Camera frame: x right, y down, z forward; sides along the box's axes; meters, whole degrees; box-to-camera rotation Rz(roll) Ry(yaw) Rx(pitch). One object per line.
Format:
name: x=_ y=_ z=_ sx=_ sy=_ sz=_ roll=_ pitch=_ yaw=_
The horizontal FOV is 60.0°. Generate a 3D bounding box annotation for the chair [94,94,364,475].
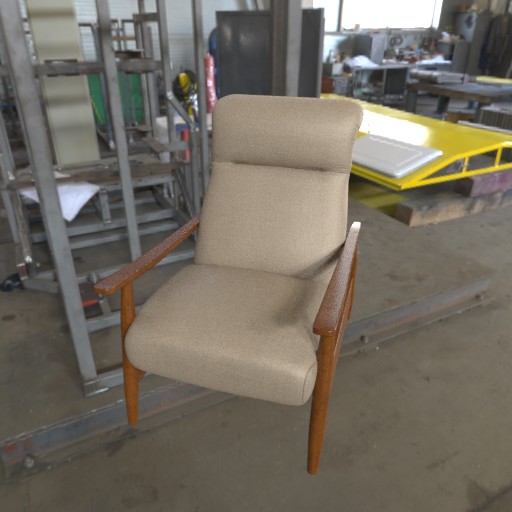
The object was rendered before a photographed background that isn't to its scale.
chair: x=0.000 y=0.000 z=1.764 sx=0.762 sy=1.082 sz=1.032 roll=8 pitch=29 yaw=15
